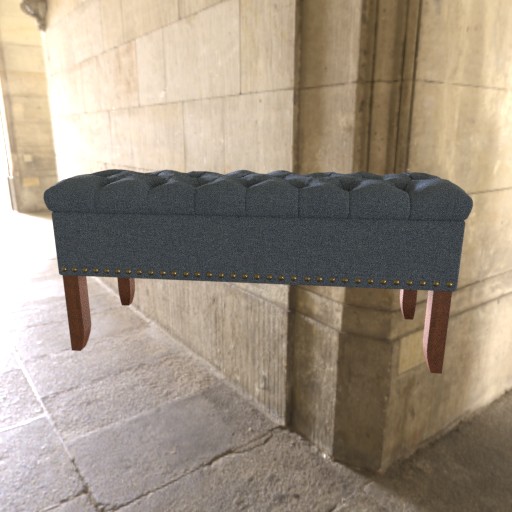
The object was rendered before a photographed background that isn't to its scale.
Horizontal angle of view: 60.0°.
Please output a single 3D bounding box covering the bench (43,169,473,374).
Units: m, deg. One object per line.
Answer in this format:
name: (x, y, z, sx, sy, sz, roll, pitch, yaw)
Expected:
bench: (0.000, 0.000, 1.316, 1.052, 0.492, 0.417, 2, 16, 7)
